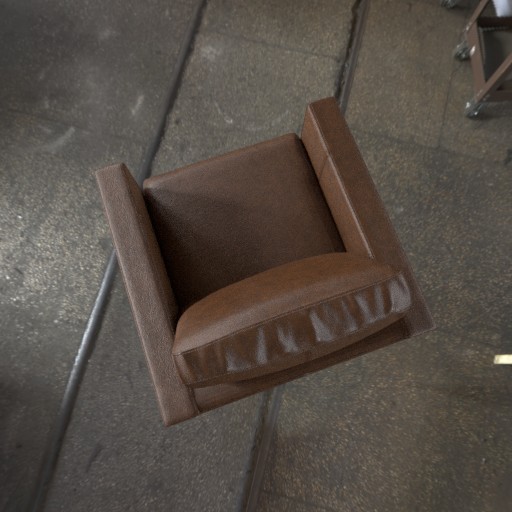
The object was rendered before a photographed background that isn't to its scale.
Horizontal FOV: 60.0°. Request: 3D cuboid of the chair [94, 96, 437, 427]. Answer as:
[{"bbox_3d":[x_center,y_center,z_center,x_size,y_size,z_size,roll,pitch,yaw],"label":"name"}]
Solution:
[{"bbox_3d":[0.000,0.000,1.645,0.890,0.956,0.909,-19,77,-5],"label":"chair"}]
